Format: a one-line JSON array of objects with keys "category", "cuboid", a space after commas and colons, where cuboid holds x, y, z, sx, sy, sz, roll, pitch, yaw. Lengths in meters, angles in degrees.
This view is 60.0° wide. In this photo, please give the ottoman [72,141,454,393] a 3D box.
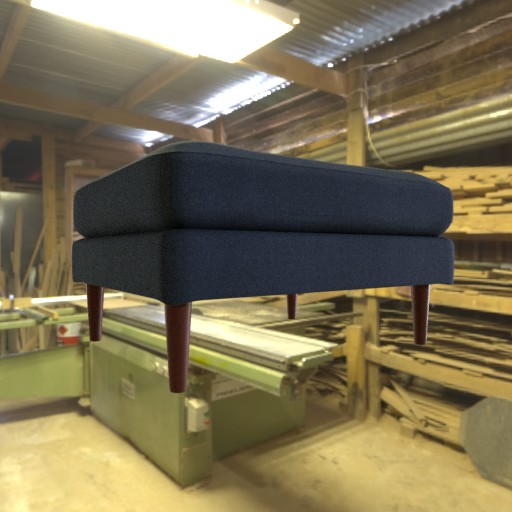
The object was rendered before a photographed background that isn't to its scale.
[{"category": "ottoman", "cuboid": [0.000, 0.000, 1.219, 0.821, 0.474, 0.693, 0, 1, -35]}]
